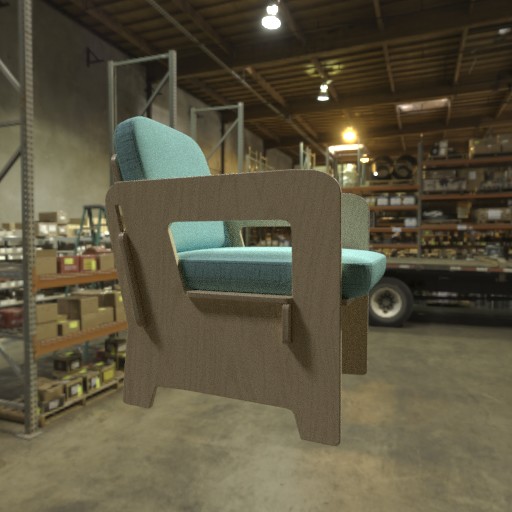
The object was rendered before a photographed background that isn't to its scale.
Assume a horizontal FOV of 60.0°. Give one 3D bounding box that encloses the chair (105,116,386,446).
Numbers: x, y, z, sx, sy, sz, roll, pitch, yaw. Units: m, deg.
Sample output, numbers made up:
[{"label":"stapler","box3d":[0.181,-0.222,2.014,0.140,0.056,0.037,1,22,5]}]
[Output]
[{"label":"chair","box3d":[0.000,0.000,1.299,0.710,0.800,0.590,1,3,20]}]
